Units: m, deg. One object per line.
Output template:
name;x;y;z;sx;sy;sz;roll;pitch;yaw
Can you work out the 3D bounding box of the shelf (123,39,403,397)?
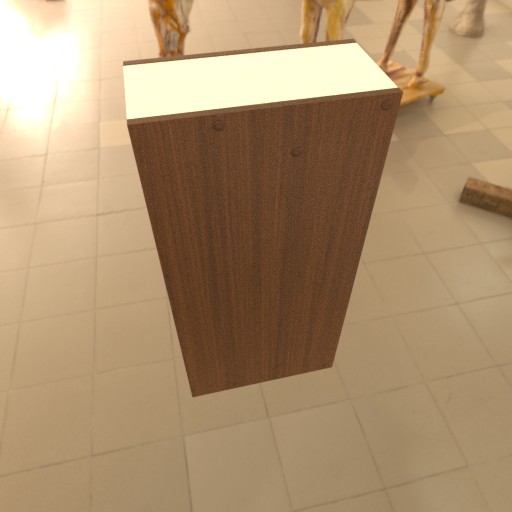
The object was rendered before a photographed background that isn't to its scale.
shelf;0.000;0.000;0.719;0.290;0.600;0.147;-10;48;-9
